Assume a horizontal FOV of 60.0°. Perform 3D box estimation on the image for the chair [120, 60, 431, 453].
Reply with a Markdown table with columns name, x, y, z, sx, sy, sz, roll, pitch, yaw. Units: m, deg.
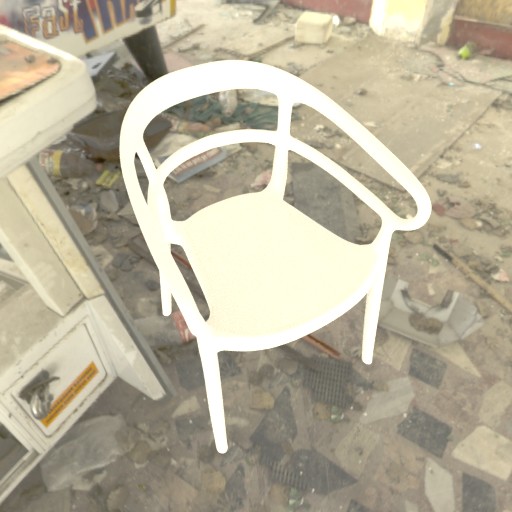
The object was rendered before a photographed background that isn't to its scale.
| name | x | y | z | sx | sy | sz | roll | pitch | yaw |
| --- | --- | --- | --- | --- | --- | --- | --- | --- | --- |
| chair | 0.000 | 0.000 | 1.107 | 0.559 | 0.761 | 0.527 | -24 | 51 | -21 |
